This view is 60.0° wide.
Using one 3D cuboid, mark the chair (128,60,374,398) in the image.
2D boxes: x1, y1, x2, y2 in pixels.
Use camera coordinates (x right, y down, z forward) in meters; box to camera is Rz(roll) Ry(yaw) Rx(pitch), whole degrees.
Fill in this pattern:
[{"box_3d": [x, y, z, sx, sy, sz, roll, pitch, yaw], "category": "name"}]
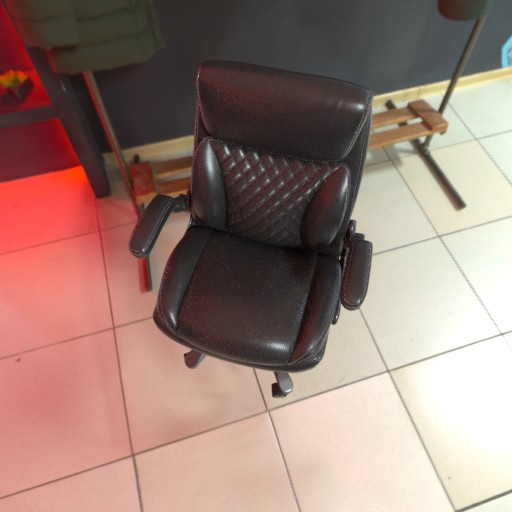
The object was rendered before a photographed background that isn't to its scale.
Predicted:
[{"box_3d": [0.000, 0.000, 1.623, 0.782, 1.110, 0.724, 13, 60, 8], "category": "chair"}]
